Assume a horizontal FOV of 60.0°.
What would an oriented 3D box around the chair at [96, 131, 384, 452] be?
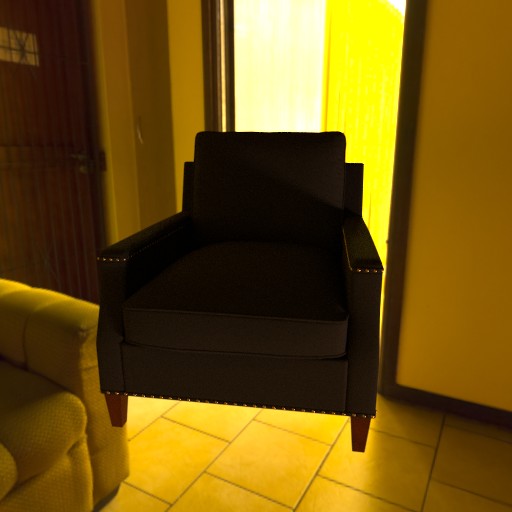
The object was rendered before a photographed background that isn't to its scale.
[{"bbox_3d":[0.000,0.000,1.697,0.853,0.943,1.014,2,14,9],"label":"chair"}]
